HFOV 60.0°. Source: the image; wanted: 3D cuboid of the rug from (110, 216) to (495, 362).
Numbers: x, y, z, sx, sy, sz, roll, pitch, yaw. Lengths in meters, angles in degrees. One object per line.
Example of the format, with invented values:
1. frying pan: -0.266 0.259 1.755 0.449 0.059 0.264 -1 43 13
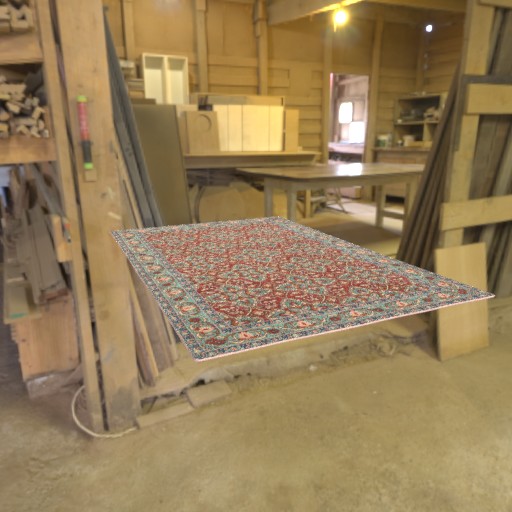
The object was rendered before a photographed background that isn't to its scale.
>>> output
1. rug: 0.000 0.000 2.281 1.219 0.009 1.829 -7 17 -24
